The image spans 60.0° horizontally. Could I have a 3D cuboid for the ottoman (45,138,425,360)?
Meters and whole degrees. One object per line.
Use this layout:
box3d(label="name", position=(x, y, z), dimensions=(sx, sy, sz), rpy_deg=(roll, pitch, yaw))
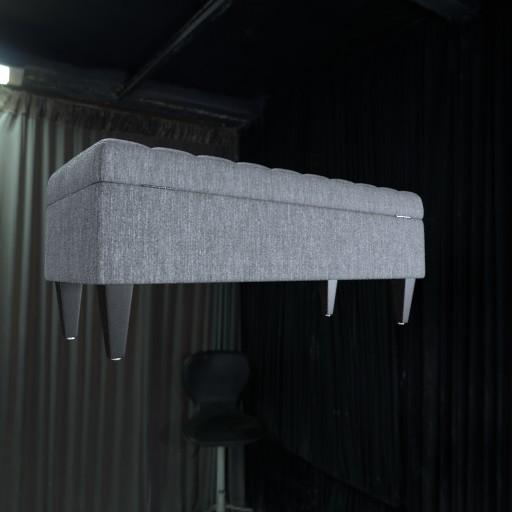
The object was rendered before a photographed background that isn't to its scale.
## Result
box3d(label="ottoman", position=(0.000, 0.000, 1.405), dimensions=(1.151, 0.469, 0.482), rpy_deg=(1, -2, -37))
